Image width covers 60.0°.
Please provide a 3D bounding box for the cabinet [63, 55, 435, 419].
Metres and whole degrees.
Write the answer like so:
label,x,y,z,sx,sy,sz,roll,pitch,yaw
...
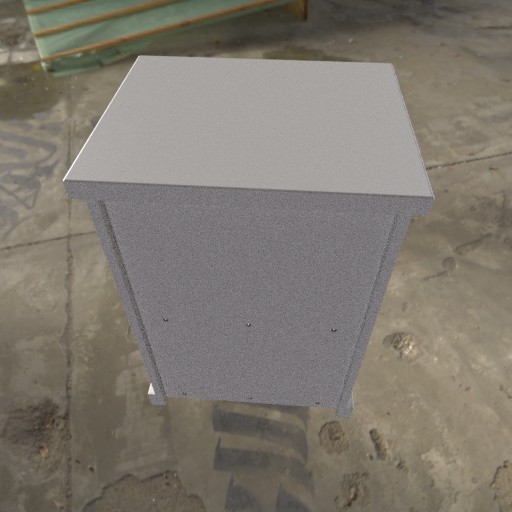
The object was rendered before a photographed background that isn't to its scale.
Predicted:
label,x,y,z,sx,sy,sz,roll,pitch,yaw
cabinet,0.000,0.000,1.023,0.520,0.723,0.431,3,47,3
